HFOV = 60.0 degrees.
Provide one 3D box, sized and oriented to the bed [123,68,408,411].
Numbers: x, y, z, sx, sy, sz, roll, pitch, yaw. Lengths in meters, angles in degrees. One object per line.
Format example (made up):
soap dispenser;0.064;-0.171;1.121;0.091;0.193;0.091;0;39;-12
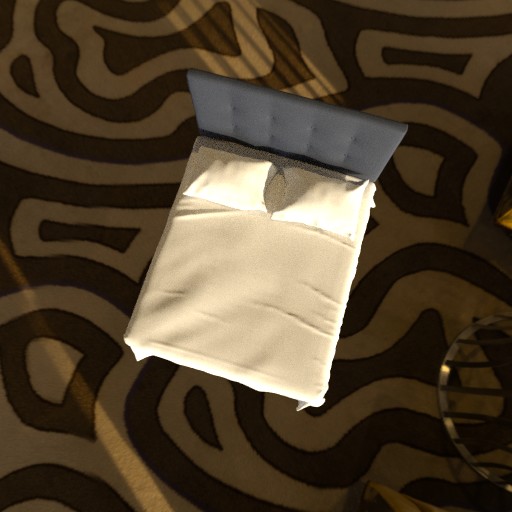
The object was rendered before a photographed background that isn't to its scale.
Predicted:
bed;0.000;0.000;3.656;1.936;1.577;2.222;16;76;4
